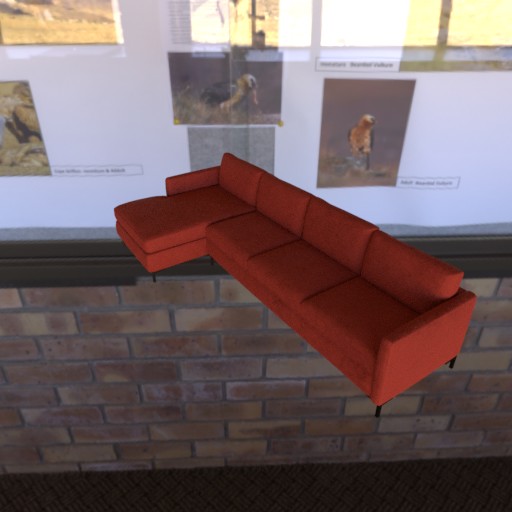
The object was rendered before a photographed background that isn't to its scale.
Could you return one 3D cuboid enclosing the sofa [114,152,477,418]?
[{"bbox_3d":[0.000,0.000,2.953,1.136,0.663,2.467,-20,36,-29],"label":"sofa"}]
